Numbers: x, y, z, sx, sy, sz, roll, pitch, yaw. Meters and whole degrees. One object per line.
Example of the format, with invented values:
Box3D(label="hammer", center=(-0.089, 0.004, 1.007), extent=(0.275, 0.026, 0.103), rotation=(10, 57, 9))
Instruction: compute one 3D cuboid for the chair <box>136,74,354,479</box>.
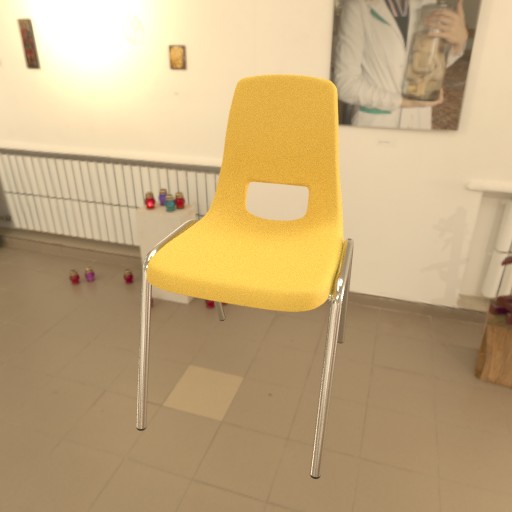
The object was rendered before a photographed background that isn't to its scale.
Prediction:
Box3D(label="chair", center=(0.000, 0.000, 0.896), extent=(0.381, 0.653, 0.436), rotation=(8, 27, 16))
